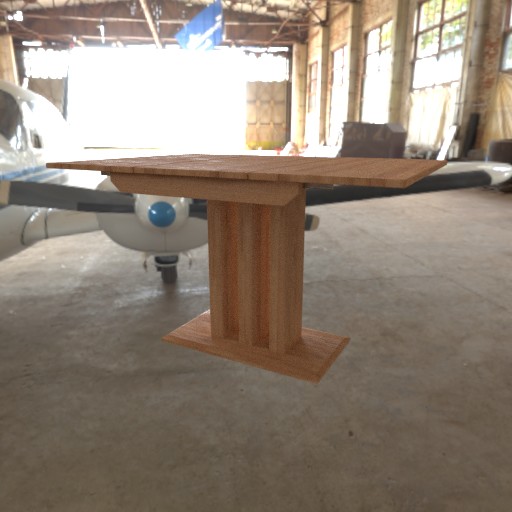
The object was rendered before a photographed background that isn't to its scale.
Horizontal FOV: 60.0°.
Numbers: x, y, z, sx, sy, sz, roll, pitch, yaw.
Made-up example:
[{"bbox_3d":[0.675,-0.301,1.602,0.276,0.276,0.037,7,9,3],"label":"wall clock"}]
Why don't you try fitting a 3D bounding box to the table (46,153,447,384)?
[{"bbox_3d":[0.000,0.000,1.840,1.300,0.770,0.900,8,18,27],"label":"table"}]
